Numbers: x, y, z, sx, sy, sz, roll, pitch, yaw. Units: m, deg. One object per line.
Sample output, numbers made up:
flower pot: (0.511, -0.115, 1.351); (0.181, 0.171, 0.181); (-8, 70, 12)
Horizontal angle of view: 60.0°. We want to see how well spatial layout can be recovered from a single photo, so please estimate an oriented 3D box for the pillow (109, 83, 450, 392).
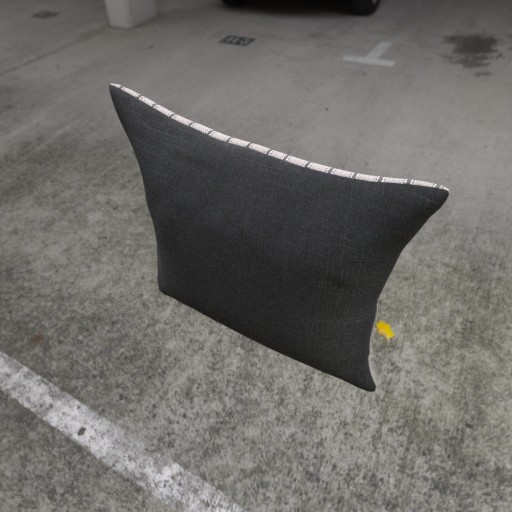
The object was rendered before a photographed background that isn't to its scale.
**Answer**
pillow: (0.000, 0.000, 0.686); (0.468, 0.444, 0.138); (23, 50, 20)
